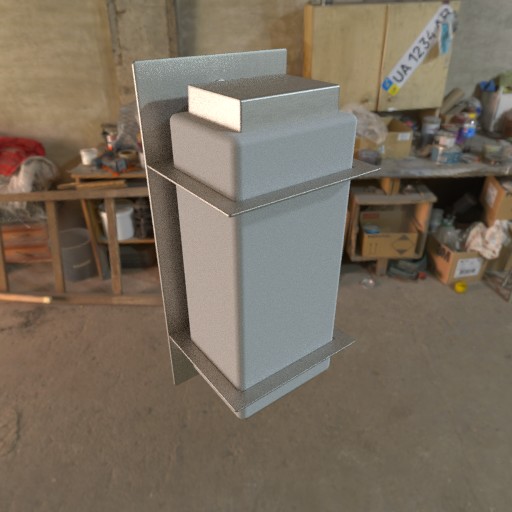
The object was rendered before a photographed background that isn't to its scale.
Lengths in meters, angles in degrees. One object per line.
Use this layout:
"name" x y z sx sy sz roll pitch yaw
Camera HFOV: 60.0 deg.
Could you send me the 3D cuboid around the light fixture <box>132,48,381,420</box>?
"light fixture" 0.000 0.000 0.468 0.168 0.380 0.160 -21 37 -31
